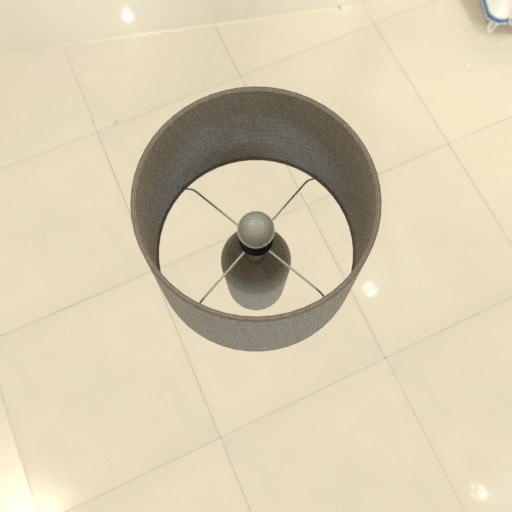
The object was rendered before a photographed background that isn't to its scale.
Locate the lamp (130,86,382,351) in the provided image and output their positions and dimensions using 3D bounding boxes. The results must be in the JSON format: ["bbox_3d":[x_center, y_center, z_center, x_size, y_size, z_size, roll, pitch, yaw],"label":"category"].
[{"bbox_3d":[0.000,0.000,0.858,0.367,0.609,0.367,0,75,0],"label":"lamp"}]
